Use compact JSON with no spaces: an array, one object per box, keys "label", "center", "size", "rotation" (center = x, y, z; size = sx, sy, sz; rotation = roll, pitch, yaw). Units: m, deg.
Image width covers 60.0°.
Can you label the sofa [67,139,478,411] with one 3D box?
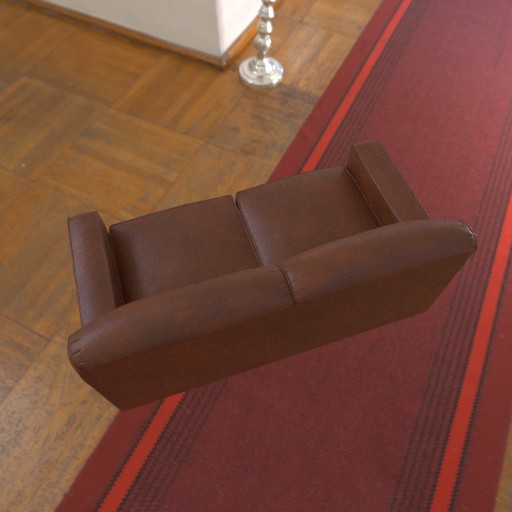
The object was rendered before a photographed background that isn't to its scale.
[{"label":"sofa","center":[0.000,0.000,2.417],"size":[1.856,0.966,1.000],"rotation":[-16,60,-9]}]
